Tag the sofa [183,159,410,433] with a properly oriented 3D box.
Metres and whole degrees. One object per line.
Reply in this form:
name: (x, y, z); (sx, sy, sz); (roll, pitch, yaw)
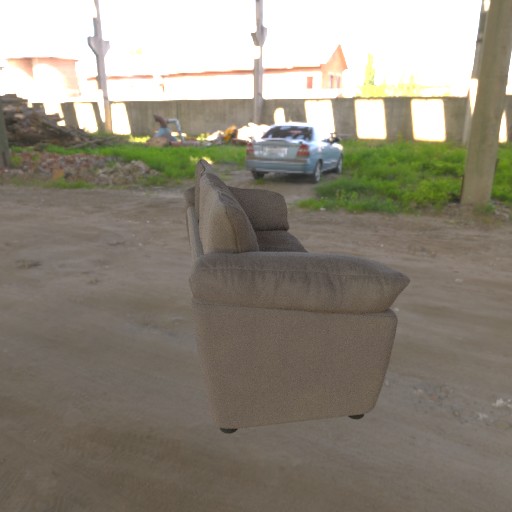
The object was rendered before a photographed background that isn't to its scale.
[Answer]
sofa: (0.000, 0.000, 2.849); (0.878, 1.073, 2.336); (-3, 17, -9)
